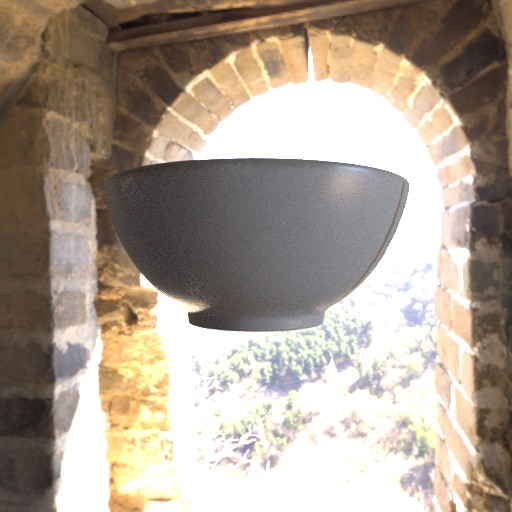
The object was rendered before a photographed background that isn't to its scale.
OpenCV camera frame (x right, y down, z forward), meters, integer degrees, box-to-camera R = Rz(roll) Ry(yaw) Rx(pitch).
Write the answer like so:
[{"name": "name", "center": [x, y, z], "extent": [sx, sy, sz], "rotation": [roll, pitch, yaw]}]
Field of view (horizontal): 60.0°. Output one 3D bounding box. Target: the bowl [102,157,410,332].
[{"name": "bowl", "center": [0.000, 0.000, 0.408], "extent": [0.268, 0.121, 0.268], "rotation": [0, 0, 0]}]
